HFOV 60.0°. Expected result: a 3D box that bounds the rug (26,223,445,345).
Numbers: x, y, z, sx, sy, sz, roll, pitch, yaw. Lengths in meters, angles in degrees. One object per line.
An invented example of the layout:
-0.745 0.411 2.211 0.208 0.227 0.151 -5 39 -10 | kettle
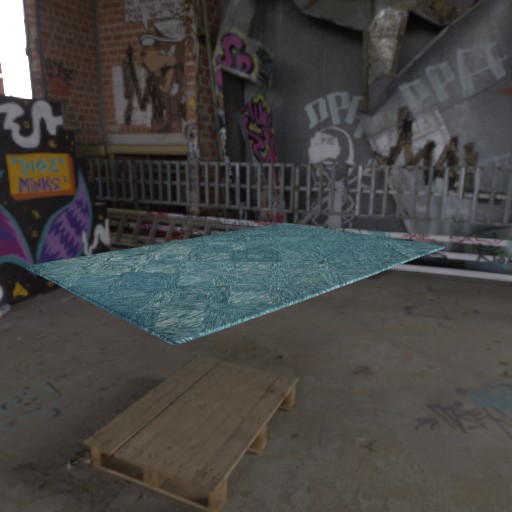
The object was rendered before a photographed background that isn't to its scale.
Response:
0.000 0.000 2.147 1.728 0.017 1.136 -13 19 -43 | rug
